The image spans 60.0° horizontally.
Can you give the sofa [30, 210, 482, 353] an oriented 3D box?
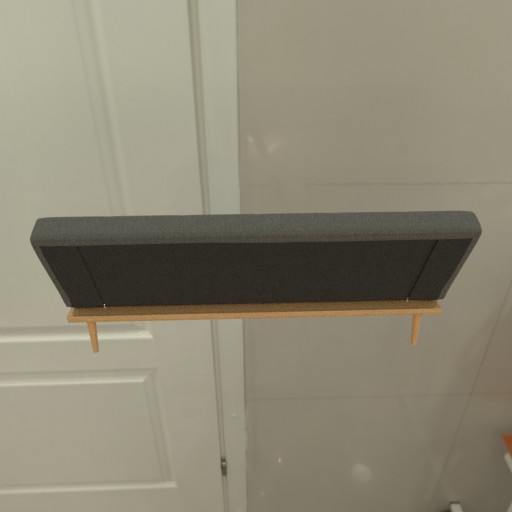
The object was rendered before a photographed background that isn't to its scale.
[{"bbox_3d":[0.000,0.000,2.253,1.820,0.770,0.820,-1,31,-2],"label":"sofa"}]
